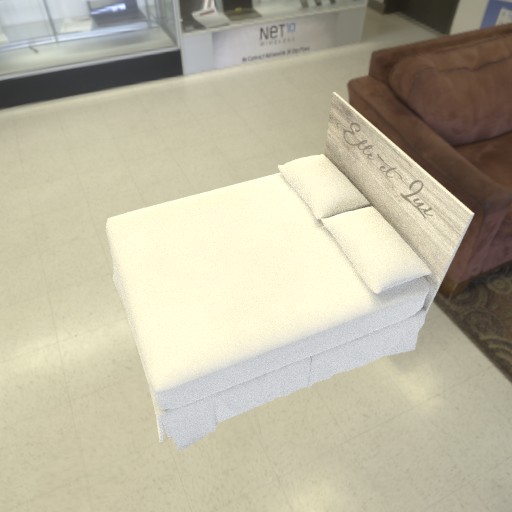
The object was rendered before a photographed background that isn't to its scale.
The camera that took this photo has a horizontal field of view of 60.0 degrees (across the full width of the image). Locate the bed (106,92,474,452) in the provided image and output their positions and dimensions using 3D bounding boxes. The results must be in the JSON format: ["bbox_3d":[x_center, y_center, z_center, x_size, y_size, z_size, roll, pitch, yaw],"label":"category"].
[{"bbox_3d":[0.000,0.000,3.245,2.094,1.335,1.745,-17,49,-15],"label":"bed"}]
